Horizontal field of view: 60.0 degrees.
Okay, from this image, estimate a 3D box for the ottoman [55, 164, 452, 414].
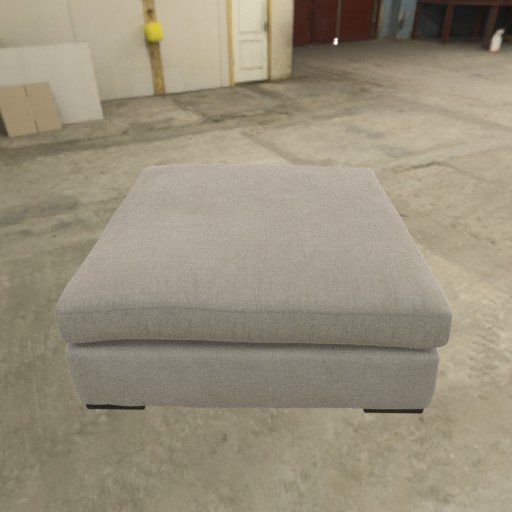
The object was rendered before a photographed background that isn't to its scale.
[{"bbox_3d":[0.000,0.000,1.805,1.171,0.517,1.203,0,32,1],"label":"ottoman"}]
